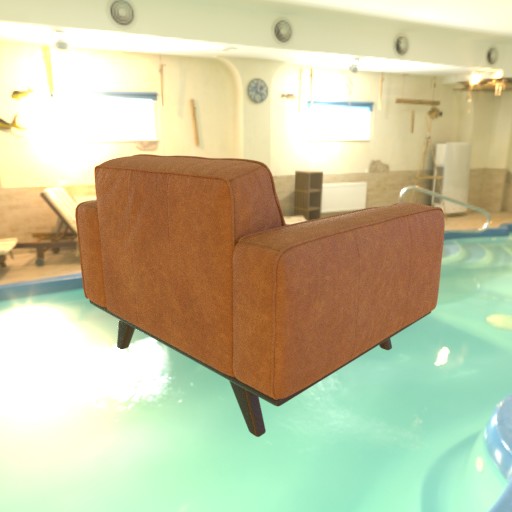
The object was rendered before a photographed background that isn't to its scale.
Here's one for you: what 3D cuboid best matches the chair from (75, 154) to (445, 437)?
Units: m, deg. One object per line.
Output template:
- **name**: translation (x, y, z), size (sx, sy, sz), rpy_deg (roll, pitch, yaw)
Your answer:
- **chair**: translation (0.000, 0.000, 1.735), size (1.118, 0.782, 0.952), rpy_deg (14, 21, 43)
